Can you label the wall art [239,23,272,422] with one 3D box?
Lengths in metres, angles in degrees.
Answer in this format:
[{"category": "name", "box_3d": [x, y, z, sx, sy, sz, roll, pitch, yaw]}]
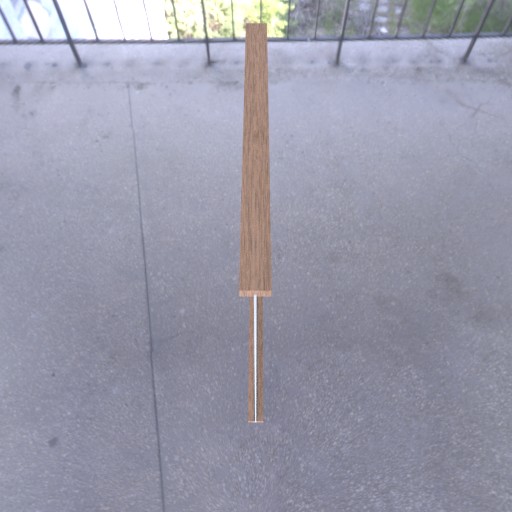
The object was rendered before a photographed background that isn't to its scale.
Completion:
[{"category": "wall art", "box_3d": [0.000, 0.000, 0.706, 0.028, 0.527, 0.403, 0, 58, 0]}]
